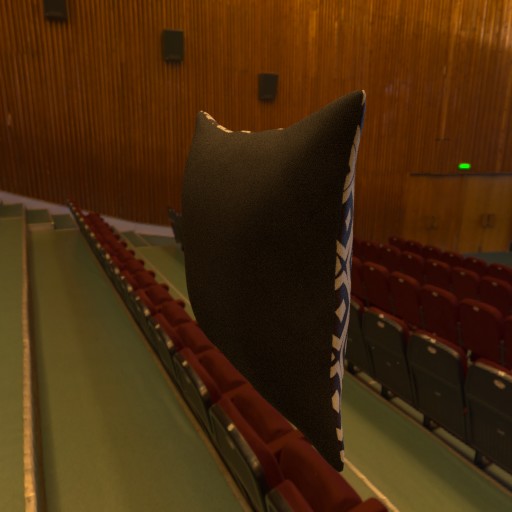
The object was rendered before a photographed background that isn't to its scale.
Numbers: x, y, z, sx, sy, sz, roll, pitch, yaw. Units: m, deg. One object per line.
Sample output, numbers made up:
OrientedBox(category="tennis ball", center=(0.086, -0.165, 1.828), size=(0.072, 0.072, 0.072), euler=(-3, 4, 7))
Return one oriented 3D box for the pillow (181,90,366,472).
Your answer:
OrientedBox(category="pillow", center=(0.000, 0.000, 0.755), size=(0.188, 0.494, 0.504), euler=(-8, 17, -26))
